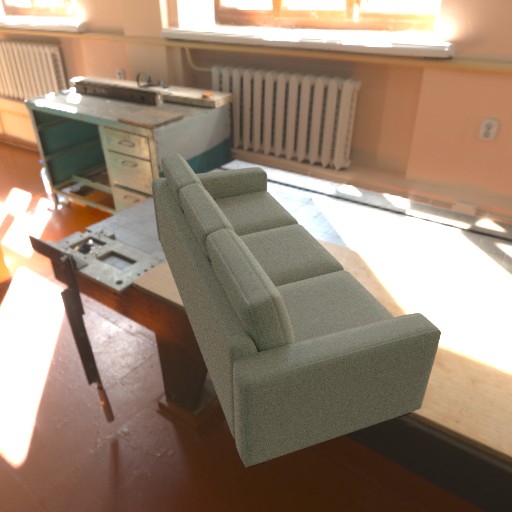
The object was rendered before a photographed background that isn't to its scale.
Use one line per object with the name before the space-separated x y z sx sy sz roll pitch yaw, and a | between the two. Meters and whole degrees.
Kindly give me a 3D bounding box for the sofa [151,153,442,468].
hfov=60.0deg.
sofa | 0.000 0.000 2.660 0.900 0.800 2.160 -11 32 -17
